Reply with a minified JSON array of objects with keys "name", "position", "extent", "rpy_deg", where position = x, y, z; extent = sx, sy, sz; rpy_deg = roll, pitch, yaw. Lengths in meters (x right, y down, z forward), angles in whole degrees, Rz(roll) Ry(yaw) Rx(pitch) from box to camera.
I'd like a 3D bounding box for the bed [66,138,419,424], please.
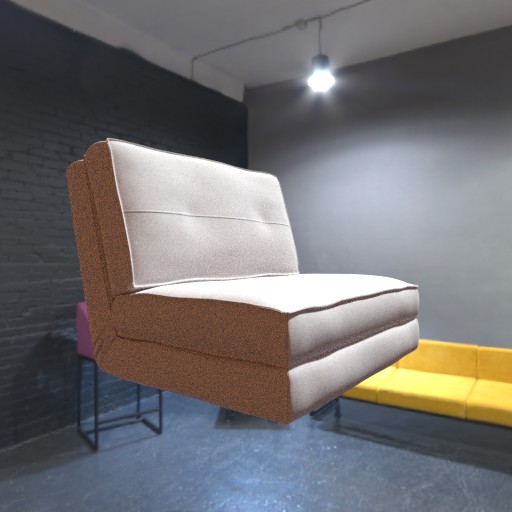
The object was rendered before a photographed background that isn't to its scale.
[{"name":"bed","position":[0.000,0.000,1.313],"extent":[0.749,0.614,0.799],"rpy_deg":[1,1,37]}]
